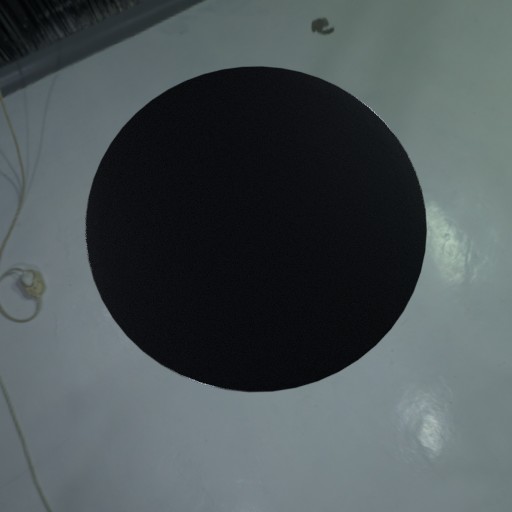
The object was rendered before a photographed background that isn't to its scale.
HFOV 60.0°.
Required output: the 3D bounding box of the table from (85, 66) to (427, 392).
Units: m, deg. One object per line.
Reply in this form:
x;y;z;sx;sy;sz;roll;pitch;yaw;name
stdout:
0.000;0.000;1.074;0.597;0.618;0.597;0;76;0;table
